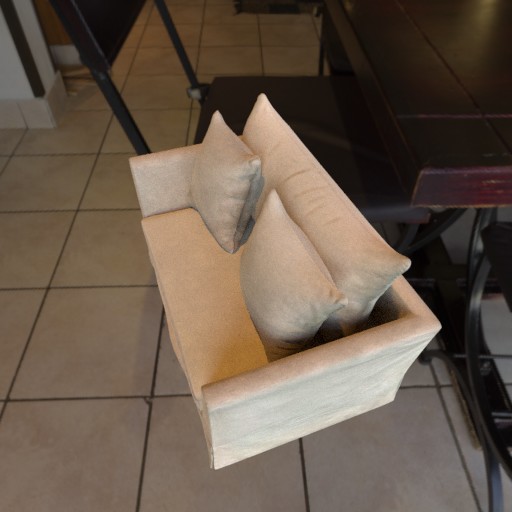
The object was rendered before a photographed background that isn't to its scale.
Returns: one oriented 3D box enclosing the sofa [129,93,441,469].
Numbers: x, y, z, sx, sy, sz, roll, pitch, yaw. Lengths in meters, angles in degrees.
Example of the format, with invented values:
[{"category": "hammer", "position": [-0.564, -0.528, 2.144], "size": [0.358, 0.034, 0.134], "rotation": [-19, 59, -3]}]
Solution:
[{"category": "sofa", "position": [0.000, 0.000, 2.286], "size": [1.035, 1.040, 1.608], "rotation": [-15, 48, -14]}]
